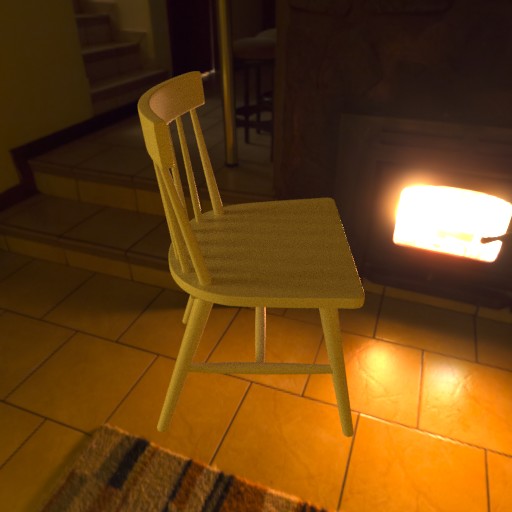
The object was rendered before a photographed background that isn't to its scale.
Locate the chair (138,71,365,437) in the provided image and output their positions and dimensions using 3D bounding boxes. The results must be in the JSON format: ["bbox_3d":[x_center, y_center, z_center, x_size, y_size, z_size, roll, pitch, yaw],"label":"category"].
[{"bbox_3d":[0.000,0.000,1.106,0.500,0.787,0.483,0,32,1],"label":"chair"}]
